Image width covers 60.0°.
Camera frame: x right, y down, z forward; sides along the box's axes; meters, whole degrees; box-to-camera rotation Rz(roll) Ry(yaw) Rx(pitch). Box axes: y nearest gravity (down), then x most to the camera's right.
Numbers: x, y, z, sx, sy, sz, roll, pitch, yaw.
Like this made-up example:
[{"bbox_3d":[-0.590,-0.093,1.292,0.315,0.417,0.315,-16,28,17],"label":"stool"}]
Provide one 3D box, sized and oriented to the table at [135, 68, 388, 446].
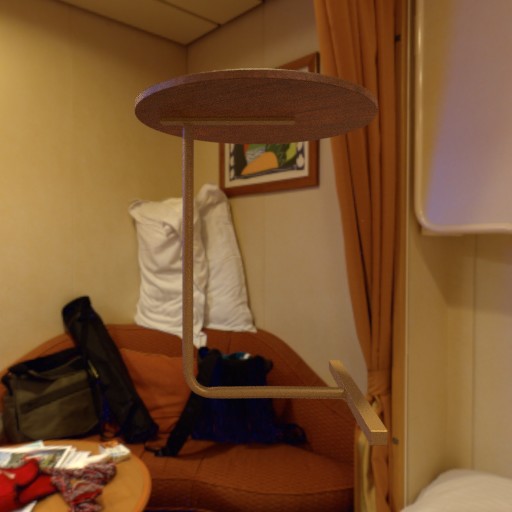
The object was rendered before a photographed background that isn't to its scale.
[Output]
[{"bbox_3d":[0.000,0.000,1.093,0.577,0.706,0.530,0,1,1],"label":"table"}]
